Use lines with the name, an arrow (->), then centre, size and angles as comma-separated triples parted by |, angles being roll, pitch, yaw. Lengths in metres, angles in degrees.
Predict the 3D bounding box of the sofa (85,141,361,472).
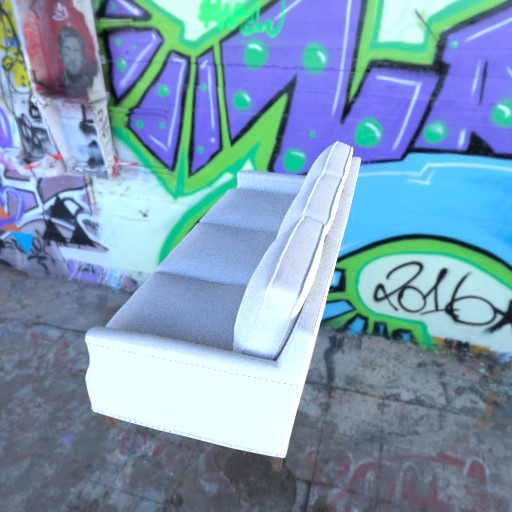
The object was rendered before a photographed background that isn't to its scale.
sofa -> 0.000, 0.000, 2.820 | 1.084, 1.003, 2.246 | 8, 32, 14
